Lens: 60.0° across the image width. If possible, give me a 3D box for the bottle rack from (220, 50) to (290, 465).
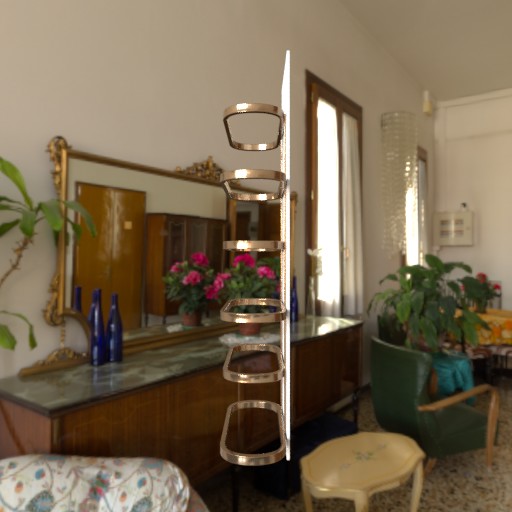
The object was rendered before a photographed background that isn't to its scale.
[{"bbox_3d":[0.000,0.000,0.855,0.118,0.709,0.332,0,0,1],"label":"bottle rack"}]
